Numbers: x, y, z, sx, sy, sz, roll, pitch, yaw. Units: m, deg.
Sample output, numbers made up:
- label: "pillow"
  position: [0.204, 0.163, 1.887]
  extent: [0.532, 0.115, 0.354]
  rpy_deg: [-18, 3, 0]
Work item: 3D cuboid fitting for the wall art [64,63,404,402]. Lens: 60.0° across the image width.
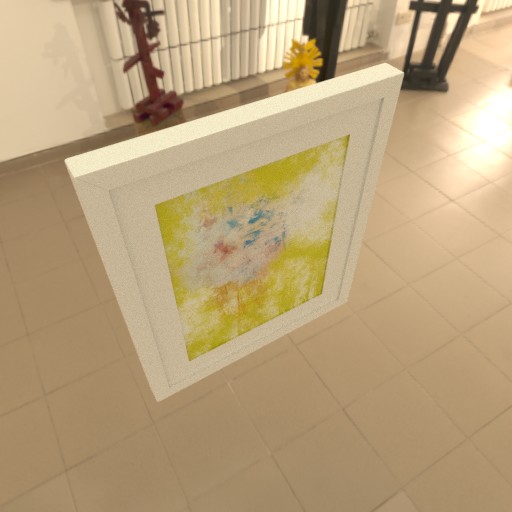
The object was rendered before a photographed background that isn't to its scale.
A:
- label: "wall art"
  position: [0.000, 0.000, 0.532]
  extent: [0.331, 0.381, 0.028]
  rpy_deg: [-24, 52, -21]
